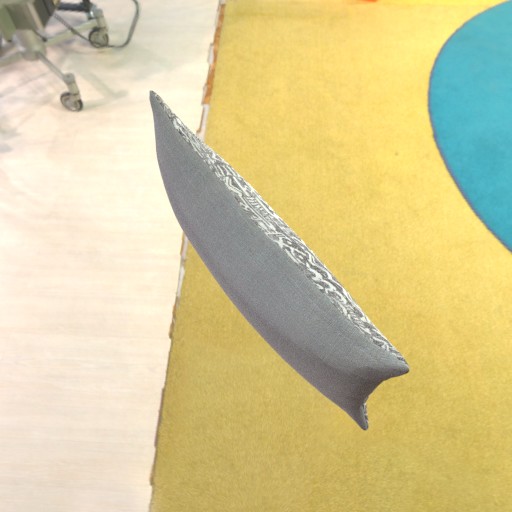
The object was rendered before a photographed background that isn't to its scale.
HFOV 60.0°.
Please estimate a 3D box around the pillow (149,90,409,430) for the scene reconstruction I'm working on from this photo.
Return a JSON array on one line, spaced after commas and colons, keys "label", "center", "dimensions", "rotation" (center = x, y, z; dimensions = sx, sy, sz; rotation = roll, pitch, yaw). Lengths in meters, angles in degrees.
[{"label": "pillow", "center": [0.000, 0.000, 0.756], "dimensions": [0.148, 0.290, 0.631], "rotation": [-32, 63, -18]}]
